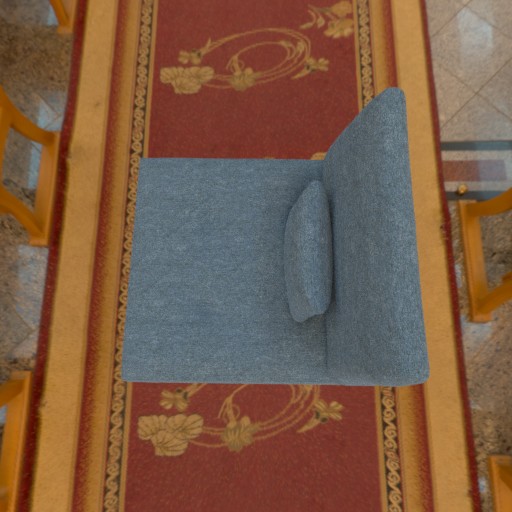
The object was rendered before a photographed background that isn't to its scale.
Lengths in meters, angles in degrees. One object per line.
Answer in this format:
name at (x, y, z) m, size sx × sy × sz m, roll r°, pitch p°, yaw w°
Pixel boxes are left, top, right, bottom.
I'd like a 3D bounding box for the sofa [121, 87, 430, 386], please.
sofa at (0.000, 0.000, 1.661) m, size 1.000 × 0.820 × 0.930 m, roll 1°, pitch 75°, yaw 0°
